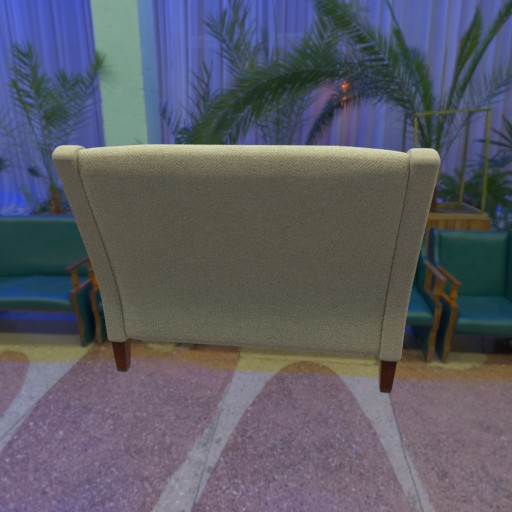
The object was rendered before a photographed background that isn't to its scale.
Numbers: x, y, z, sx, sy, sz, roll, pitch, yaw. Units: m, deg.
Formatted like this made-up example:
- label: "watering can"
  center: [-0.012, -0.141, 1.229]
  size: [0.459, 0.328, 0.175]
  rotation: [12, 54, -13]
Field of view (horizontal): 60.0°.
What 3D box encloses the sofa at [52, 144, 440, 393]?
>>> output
- label: "sofa"
  center: [0.000, 0.000, 1.920]
  size: [1.212, 0.976, 0.946]
  rotation: [2, 17, 8]
